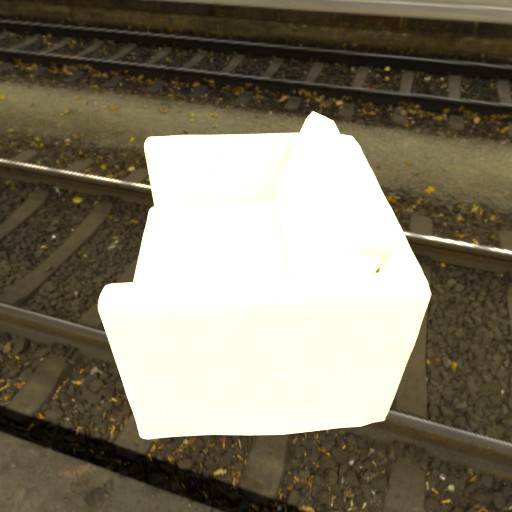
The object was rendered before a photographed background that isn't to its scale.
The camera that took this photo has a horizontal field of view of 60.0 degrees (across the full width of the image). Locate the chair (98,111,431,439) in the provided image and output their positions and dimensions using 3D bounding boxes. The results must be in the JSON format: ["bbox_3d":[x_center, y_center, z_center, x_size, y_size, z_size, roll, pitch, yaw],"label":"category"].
[{"bbox_3d":[0.000,0.000,1.762,0.947,0.851,1.057,-2,40,-3],"label":"chair"}]
